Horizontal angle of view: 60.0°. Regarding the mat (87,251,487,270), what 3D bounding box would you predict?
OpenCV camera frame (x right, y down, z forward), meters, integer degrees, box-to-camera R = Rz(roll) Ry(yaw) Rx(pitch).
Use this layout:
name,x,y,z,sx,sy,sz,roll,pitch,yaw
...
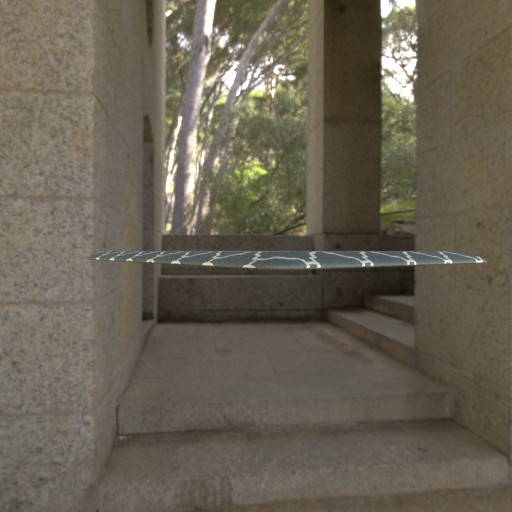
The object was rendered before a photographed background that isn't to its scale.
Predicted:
name,x,y,z,sx,sy,sz,roll,pitch,yaw
mat,0.000,0.000,0.952,0.508,0.021,0.762,-1,1,-37
